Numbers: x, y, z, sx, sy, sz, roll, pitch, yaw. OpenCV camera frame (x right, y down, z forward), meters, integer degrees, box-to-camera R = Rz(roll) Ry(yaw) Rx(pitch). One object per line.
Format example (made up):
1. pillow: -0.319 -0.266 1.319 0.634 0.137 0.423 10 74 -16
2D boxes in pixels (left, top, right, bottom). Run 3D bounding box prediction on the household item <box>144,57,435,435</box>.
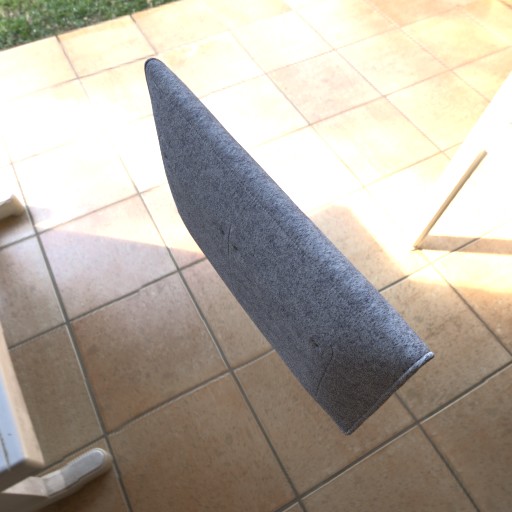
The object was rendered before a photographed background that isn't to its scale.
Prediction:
1. household item: 0.000 0.000 0.415 0.057 0.221 0.335 -31 63 -17
